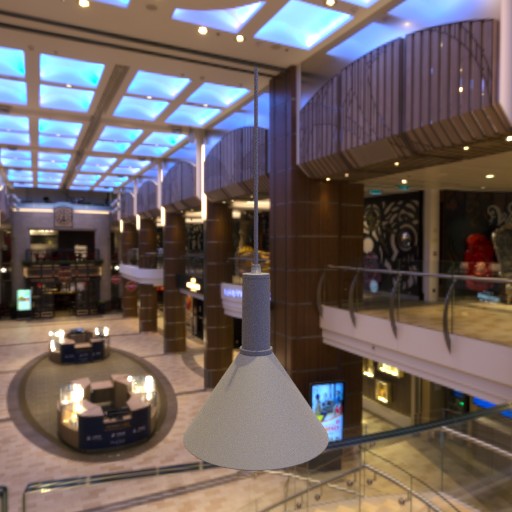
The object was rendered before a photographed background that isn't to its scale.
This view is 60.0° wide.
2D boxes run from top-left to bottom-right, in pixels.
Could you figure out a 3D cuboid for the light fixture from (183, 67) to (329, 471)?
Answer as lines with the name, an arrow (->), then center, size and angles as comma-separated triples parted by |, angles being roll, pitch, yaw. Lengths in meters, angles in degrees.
light fixture -> 0.000, 0.000, 0.815 | 0.267, 0.683, 0.267 | 0, 1, 18
